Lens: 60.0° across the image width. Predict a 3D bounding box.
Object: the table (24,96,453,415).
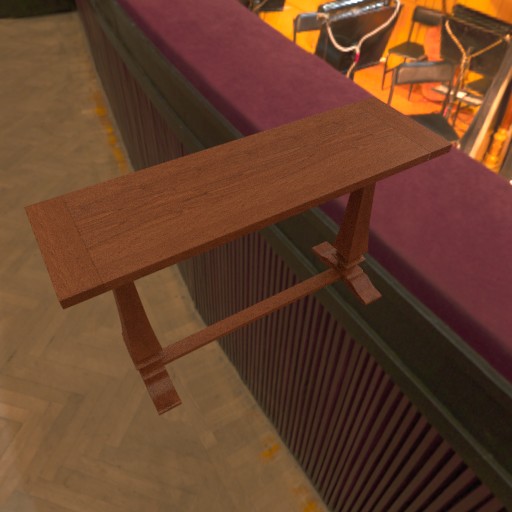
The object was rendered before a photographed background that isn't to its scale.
[{"bbox_3d":[0.000,0.000,1.868,1.478,0.852,0.461,-23,50,-21],"label":"table"}]
